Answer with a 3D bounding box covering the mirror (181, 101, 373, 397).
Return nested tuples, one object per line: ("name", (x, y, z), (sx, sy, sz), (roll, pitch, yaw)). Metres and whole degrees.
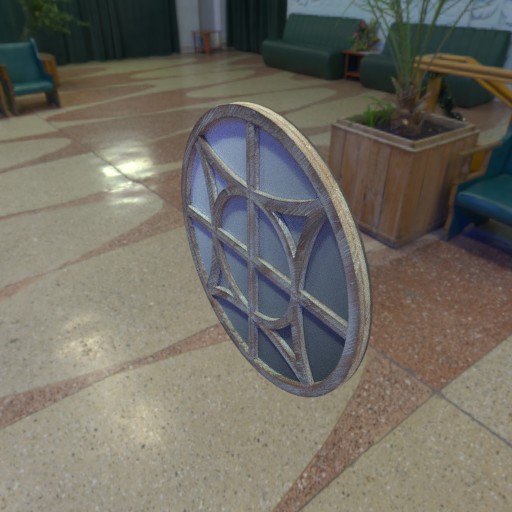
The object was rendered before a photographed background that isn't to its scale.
("mirror", (0.000, 0.000, 1.077), (0.038, 0.710, 0.710), (-20, 37, -29))
